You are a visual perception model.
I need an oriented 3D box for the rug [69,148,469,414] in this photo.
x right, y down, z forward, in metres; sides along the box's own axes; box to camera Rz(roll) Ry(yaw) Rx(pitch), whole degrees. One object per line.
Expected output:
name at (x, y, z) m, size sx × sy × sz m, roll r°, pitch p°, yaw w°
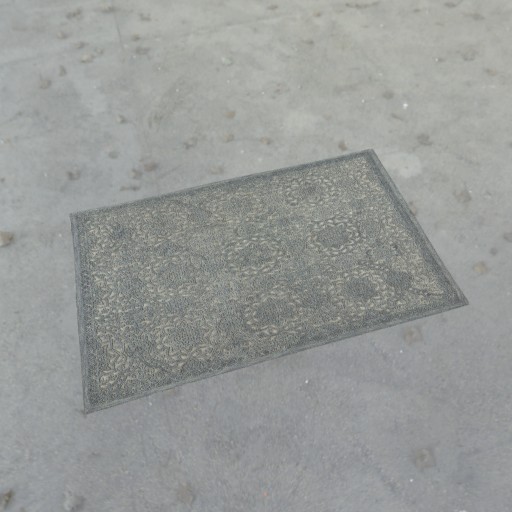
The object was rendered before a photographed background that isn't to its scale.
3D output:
rug at (0.000, 0.000, 3.133) m, size 2.498 × 0.022 × 1.535 m, roll -14°, pitch 58°, yaw -9°
